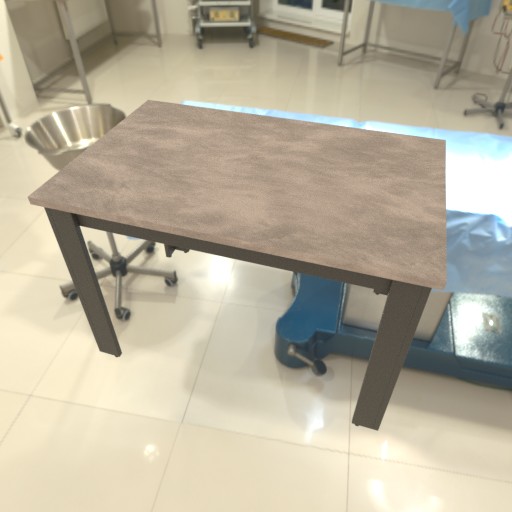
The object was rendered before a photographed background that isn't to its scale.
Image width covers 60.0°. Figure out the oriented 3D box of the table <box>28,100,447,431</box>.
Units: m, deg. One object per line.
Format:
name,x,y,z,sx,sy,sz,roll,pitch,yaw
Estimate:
table,0.000,0.000,1.588,1.100,0.734,0.700,12,43,13
